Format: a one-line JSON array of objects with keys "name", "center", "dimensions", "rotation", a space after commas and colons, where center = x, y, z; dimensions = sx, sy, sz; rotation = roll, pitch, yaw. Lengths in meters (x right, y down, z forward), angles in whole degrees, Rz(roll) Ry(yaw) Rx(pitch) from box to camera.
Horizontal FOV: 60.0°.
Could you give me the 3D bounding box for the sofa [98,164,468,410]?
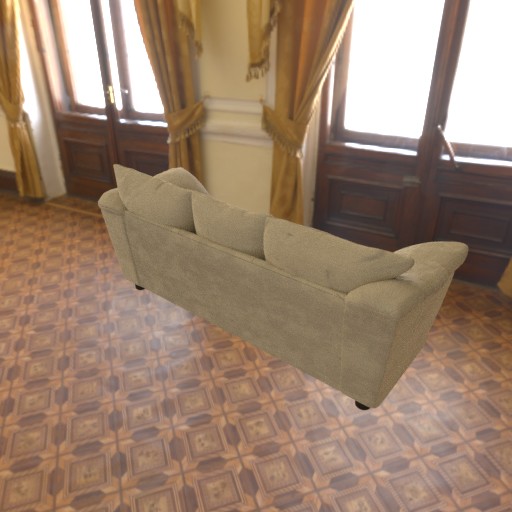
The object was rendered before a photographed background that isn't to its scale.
[{"name": "sofa", "center": [0.000, 0.000, 2.937], "dimensions": [2.377, 0.981, 0.893], "rotation": [21, 34, 34]}]
